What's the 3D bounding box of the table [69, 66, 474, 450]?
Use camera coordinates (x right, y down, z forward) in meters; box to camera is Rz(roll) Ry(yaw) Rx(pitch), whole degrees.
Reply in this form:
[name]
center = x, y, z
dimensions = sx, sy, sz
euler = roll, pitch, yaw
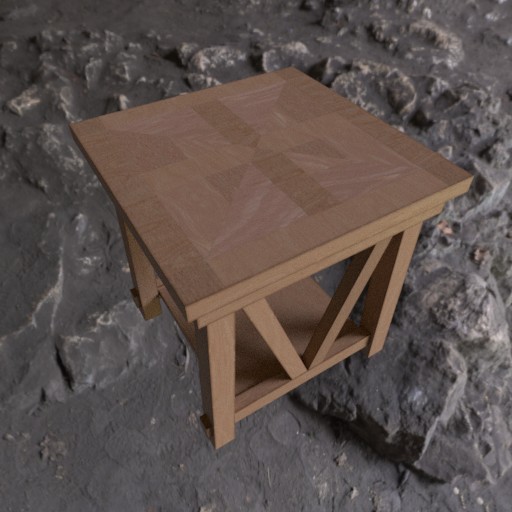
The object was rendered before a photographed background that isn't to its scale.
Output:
[table]
center = 0.000, 0.000, 1.149
dimensions = 0.612, 0.638, 0.610
euler = -24, 50, -22
